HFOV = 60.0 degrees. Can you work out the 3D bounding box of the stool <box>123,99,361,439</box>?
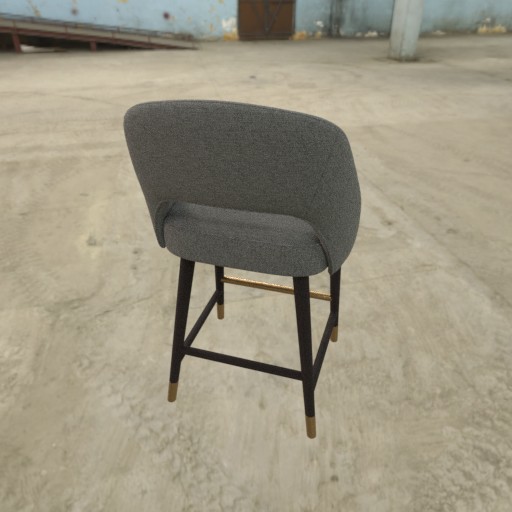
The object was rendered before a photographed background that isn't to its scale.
[{"bbox_3d":[0.000,0.000,1.234,0.536,0.925,0.524,9,32,15],"label":"stool"}]
